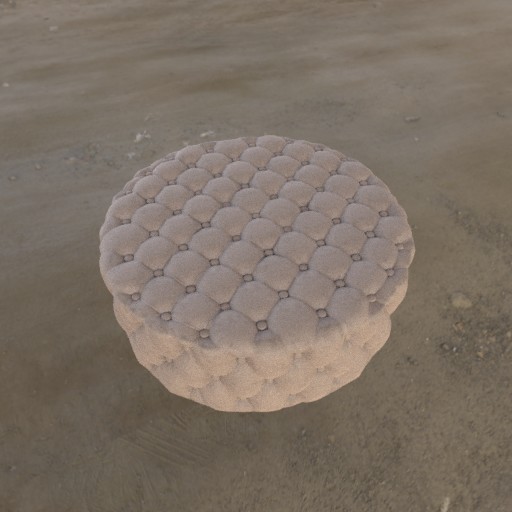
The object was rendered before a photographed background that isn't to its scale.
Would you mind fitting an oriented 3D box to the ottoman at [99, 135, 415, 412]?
[{"bbox_3d":[0.000,0.000,1.526,0.998,0.399,0.998,0,47,0],"label":"ottoman"}]
